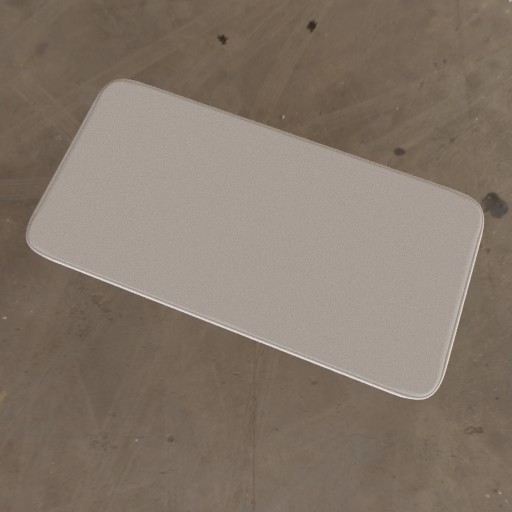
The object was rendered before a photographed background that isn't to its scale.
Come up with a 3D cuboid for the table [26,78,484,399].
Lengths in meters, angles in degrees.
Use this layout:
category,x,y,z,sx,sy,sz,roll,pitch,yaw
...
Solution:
category,x,y,z,sx,sy,sz,roll,pitch,yaw
table,0.000,0.000,1.614,1.219,0.729,0.610,20,76,5
